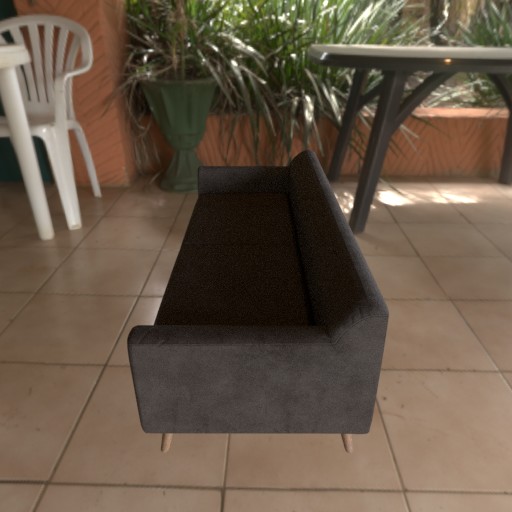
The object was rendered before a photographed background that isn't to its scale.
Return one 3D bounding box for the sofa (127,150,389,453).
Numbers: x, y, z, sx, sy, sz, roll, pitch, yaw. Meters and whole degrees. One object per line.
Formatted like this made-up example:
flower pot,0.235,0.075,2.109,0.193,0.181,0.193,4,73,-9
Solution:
sofa,0.000,0.000,2.580,0.900,0.740,2.190,0,27,0
